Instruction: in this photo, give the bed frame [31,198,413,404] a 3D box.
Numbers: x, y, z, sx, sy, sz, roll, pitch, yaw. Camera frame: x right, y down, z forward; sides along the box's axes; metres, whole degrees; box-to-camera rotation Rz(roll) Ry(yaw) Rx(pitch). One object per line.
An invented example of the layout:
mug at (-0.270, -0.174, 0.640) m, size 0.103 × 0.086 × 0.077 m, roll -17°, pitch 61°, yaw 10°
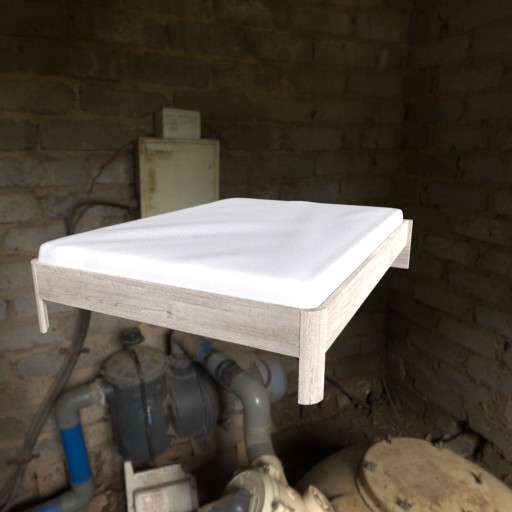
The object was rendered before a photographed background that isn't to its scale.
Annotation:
bed frame at (0.000, 0.000, 2.628) m, size 1.490 × 0.462 × 1.950 m, roll 7°, pitch 16°, yaw 26°
